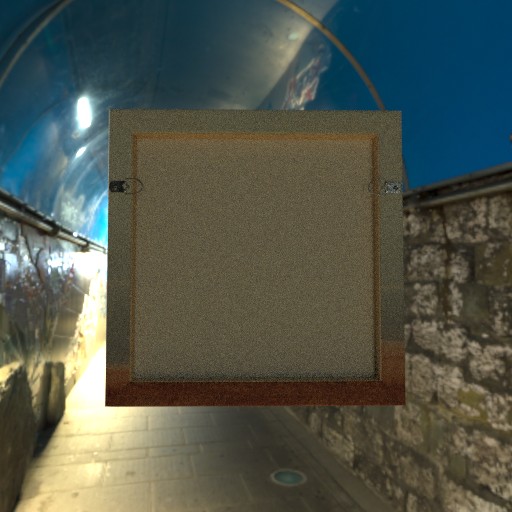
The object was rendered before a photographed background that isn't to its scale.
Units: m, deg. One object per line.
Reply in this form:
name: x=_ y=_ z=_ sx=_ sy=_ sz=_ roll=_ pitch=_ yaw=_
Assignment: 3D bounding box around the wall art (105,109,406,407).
wall art: x=0.000 y=0.000 z=0.915 sx=0.605 sy=0.605 sz=0.034 roll=0 pitch=-3 yaw=-1
